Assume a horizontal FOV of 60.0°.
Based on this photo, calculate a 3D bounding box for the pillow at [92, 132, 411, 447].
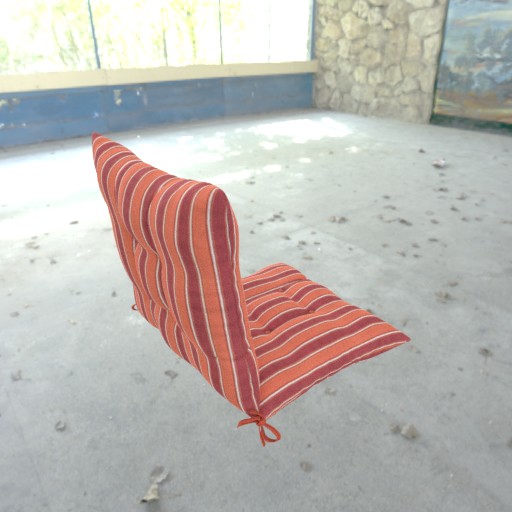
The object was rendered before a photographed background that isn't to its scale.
[{"bbox_3d":[0.000,0.000,1.016,0.585,0.536,0.541,-18,32,-32],"label":"pillow"}]
